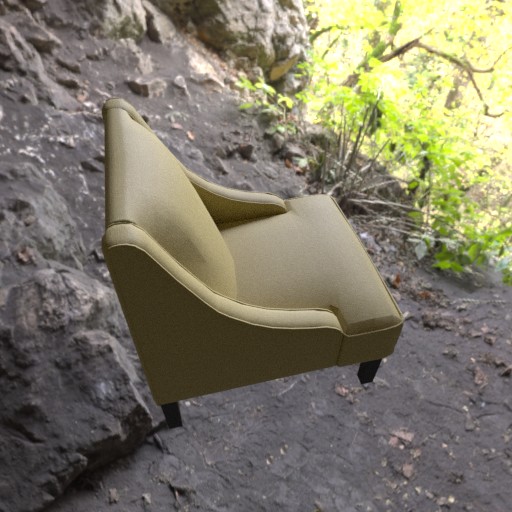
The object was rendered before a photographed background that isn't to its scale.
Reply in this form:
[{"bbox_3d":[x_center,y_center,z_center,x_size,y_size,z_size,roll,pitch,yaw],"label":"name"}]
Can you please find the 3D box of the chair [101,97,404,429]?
[{"bbox_3d":[0.000,0.000,1.500,0.814,0.896,0.696,-10,46,-10],"label":"chair"}]
